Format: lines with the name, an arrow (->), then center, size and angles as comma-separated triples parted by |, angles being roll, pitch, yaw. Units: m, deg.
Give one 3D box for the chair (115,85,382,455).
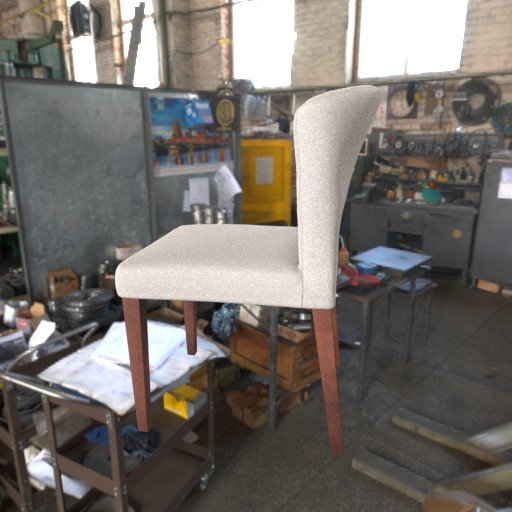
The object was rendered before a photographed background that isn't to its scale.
chair -> 0.000, 0.000, 1.185 | 0.592, 0.839, 0.491 | 3, 16, 9
